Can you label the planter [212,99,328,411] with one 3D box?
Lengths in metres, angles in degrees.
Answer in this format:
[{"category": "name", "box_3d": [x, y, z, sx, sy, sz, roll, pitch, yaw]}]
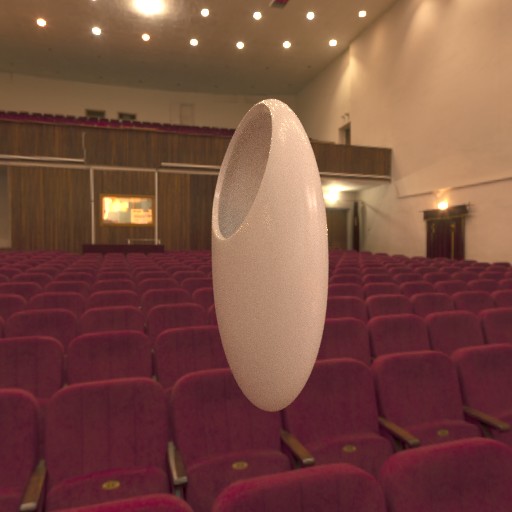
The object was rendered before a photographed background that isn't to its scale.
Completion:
[{"category": "planter", "box_3d": [0.000, 0.000, 0.282, 0.043, 0.188, 0.185, 0, 0, -17]}]
